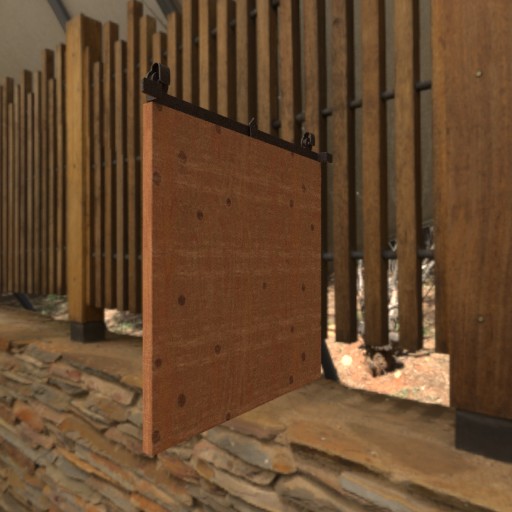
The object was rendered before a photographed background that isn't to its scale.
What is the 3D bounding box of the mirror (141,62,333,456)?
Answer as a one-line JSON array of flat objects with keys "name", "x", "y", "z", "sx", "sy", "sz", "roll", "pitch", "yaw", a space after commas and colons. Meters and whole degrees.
[{"name": "mirror", "x": 0.000, "y": 0.000, "z": 1.189, "sx": 0.054, "sy": 0.800, "sz": 0.805, "roll": 0, "pitch": 0, "yaw": 36}]
